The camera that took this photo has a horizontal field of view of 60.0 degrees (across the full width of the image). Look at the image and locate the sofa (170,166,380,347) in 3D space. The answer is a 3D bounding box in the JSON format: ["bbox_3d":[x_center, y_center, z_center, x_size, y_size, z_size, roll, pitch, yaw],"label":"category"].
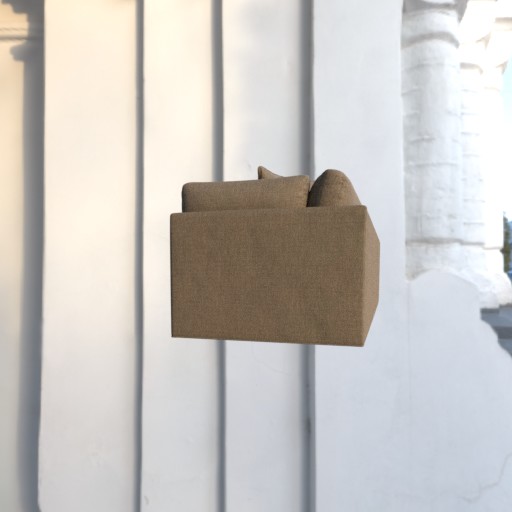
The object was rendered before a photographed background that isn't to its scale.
[{"bbox_3d":[0.000,0.000,3.796,1.994,0.978,2.896,0,-2,17],"label":"sofa"}]
